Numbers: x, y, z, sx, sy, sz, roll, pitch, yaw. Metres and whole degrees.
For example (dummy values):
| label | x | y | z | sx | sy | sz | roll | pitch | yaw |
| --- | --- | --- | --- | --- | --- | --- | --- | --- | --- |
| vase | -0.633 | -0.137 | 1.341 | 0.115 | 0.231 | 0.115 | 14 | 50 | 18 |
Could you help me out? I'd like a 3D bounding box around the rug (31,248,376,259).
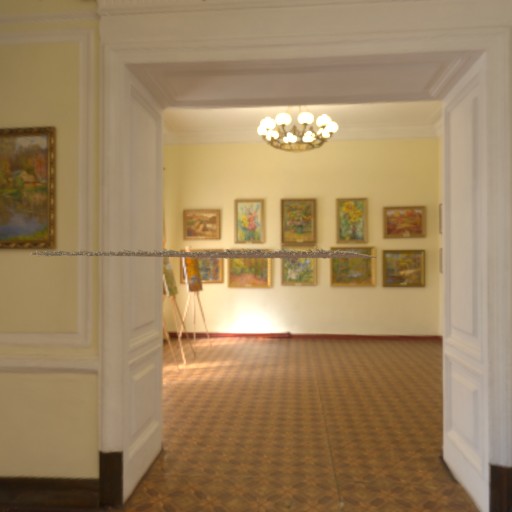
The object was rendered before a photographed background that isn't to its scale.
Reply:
| label | x | y | z | sx | sy | sz | roll | pitch | yaw |
| --- | --- | --- | --- | --- | --- | --- | --- | --- | --- |
| rug | 0.000 | 0.000 | 3.057 | 1.495 | 0.035 | 2.472 | 0 | -1 | 18 |
